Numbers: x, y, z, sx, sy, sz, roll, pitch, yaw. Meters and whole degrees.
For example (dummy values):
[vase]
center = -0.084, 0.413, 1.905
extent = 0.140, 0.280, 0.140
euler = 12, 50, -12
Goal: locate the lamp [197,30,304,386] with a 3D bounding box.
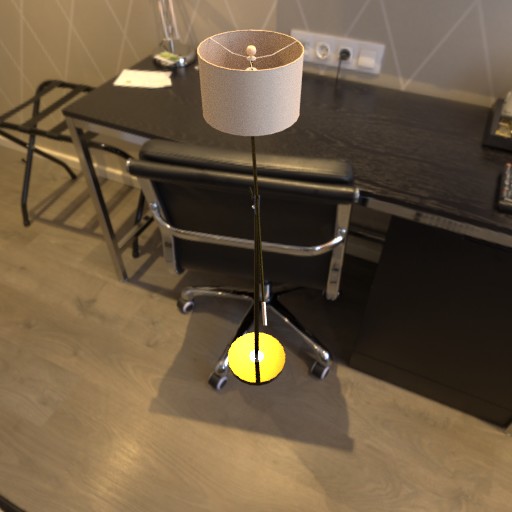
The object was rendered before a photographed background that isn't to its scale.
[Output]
[lamp]
center = 0.000, 0.000, 1.974
extent = 0.373, 1.635, 0.809
euler = -3, 45, -3
